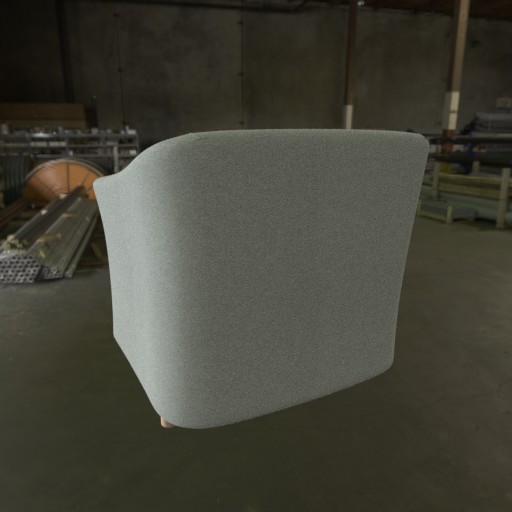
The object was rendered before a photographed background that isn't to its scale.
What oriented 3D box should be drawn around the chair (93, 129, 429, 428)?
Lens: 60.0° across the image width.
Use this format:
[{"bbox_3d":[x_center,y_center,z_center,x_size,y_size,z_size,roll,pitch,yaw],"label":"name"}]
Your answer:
[{"bbox_3d":[0.000,0.000,1.322,0.790,0.720,0.700,-8,17,-27],"label":"chair"}]
